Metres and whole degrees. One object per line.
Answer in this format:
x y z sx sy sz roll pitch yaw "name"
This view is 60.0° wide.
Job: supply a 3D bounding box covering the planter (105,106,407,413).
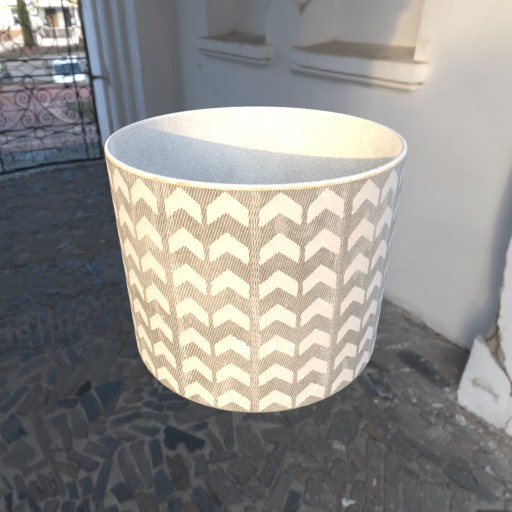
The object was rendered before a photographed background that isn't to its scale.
0.000 0.000 0.333 0.190 0.181 0.190 0 29 0 "planter"
